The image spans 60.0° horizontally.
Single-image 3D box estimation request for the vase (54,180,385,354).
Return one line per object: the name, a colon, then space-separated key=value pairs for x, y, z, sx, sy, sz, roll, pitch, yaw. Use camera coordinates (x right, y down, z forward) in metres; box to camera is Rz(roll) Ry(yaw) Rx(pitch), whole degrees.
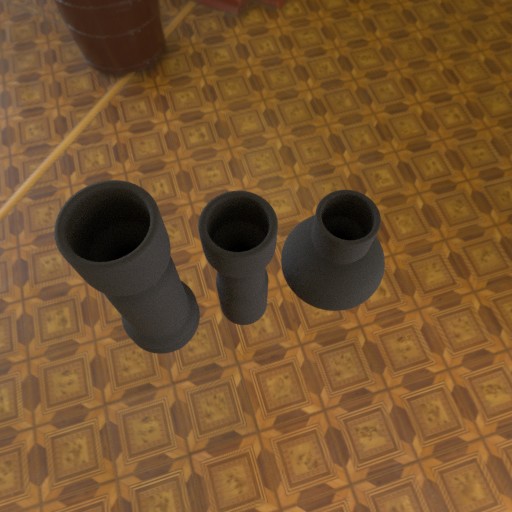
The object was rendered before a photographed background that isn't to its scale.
vase: x=0.000 y=0.000 z=0.442 sx=0.307 sy=0.249 sz=0.120 roll=-16 pitch=65 yaw=-8
